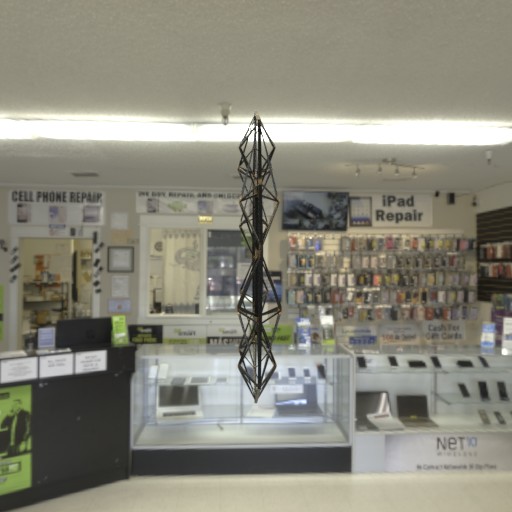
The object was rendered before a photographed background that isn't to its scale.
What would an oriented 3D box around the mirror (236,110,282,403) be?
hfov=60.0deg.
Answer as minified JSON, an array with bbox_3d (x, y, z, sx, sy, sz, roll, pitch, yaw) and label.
[{"bbox_3d":[0.000,0.000,1.075,0.094,0.710,0.710,0,-1,-1],"label":"mirror"}]
